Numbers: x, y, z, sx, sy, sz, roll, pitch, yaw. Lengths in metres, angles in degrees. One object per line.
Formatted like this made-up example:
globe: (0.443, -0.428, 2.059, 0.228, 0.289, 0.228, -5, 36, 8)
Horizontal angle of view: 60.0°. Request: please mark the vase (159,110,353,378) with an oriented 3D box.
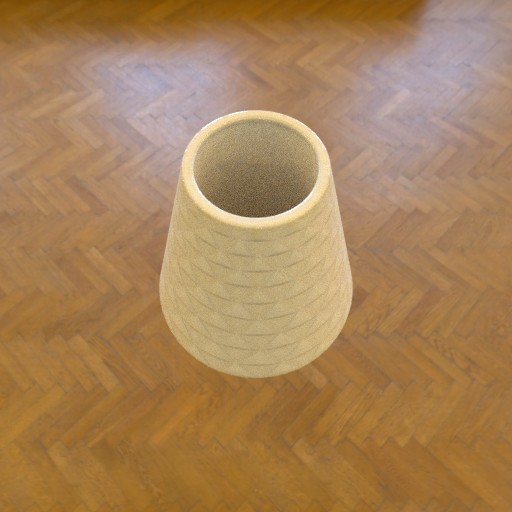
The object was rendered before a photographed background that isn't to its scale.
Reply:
vase: (0.000, 0.000, 0.361, 0.175, 0.230, 0.175, 0, 62, 0)
